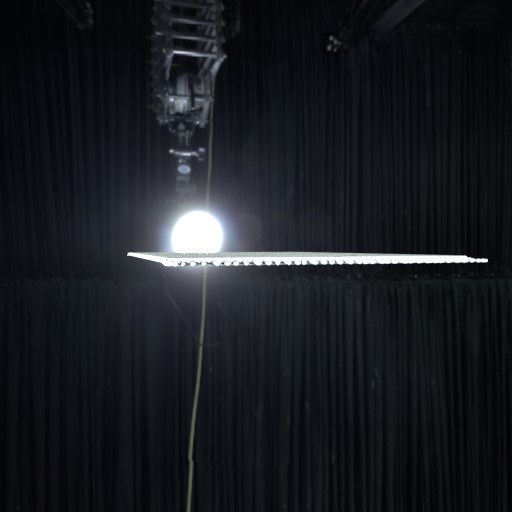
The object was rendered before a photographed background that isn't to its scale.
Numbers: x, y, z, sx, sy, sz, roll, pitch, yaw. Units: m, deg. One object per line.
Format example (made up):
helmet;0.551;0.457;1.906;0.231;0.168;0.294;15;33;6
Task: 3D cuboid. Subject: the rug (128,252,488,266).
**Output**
rug;0.000;0.000;2.916;1.494;0.031;2.307;0;1;-20
